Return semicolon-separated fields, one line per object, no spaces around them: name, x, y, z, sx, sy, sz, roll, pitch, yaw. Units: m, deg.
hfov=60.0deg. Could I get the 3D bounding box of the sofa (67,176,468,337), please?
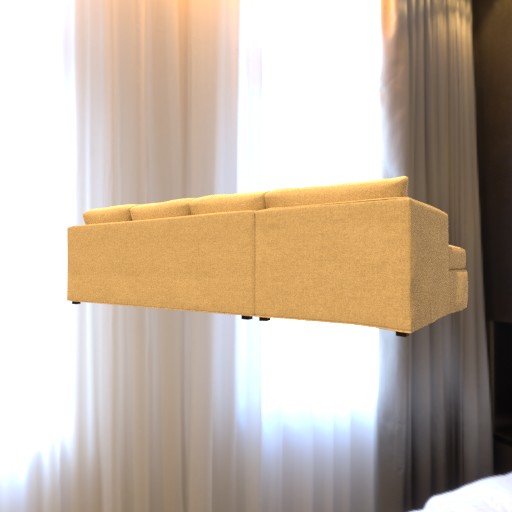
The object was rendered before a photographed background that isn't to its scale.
sofa;0.000;0.000;3.902;3.205;0.922;1.650;-1;-1;35
